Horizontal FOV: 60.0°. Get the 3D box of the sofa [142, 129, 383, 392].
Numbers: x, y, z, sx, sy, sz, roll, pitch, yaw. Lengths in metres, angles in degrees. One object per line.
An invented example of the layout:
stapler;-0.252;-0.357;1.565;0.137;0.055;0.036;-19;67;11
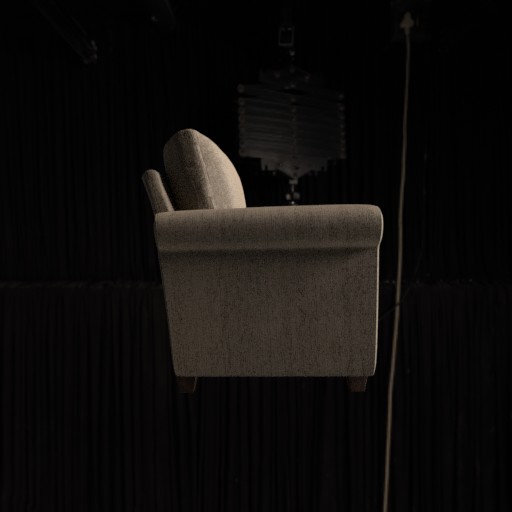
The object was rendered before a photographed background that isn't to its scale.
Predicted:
sofa;0.000;0.000;2.425;0.842;0.942;1.935;0;0;0
